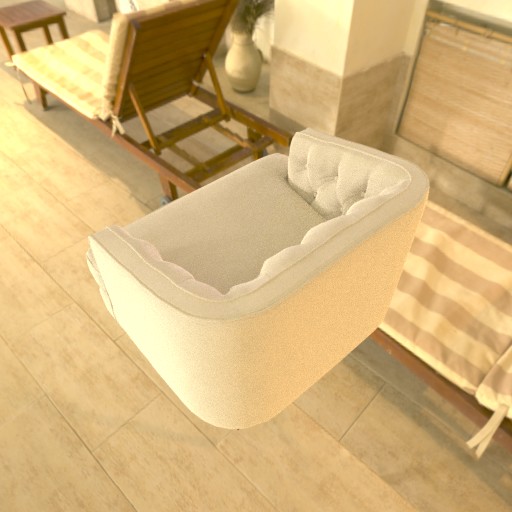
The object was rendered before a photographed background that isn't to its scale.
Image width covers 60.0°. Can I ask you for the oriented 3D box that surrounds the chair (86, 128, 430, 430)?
[{"bbox_3d":[0.000,0.000,1.816,1.104,0.852,0.941,-32,55,-26],"label":"chair"}]
